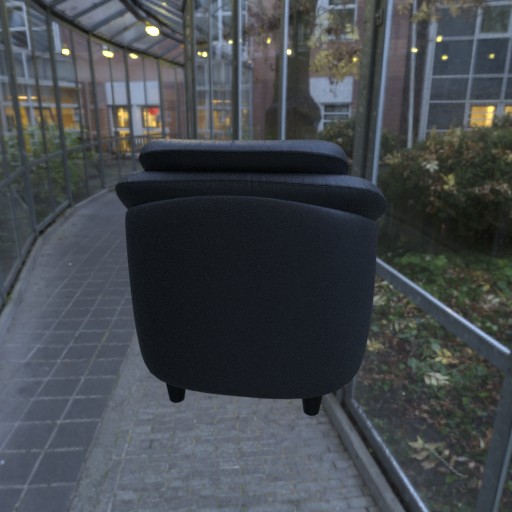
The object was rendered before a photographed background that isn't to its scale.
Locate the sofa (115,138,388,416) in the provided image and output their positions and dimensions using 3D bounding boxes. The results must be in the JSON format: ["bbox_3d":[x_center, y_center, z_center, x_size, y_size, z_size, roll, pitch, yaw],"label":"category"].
[{"bbox_3d":[0.000,0.000,1.536,0.870,0.811,0.794,3,17,8],"label":"sofa"}]
